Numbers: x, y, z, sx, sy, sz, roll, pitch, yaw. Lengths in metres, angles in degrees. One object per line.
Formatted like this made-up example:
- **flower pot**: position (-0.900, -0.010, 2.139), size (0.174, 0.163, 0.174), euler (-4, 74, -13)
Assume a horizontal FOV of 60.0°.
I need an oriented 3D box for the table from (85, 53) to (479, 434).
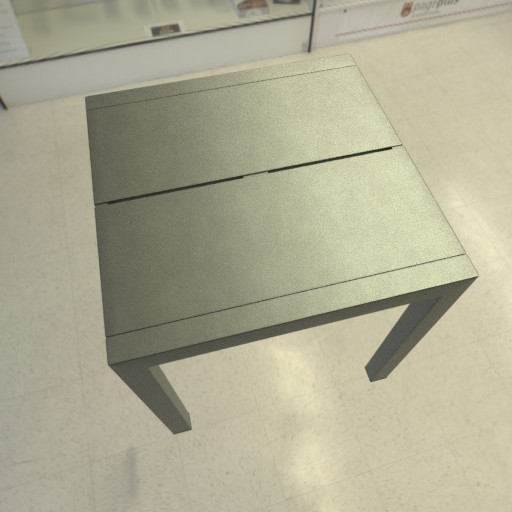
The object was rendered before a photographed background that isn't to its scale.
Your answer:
- **table**: position (0.000, 0.000, 0.920), size (0.508, 0.508, 0.508), euler (-12, 60, -7)
